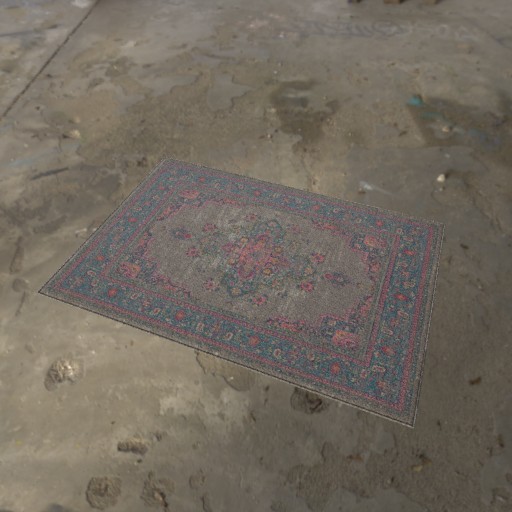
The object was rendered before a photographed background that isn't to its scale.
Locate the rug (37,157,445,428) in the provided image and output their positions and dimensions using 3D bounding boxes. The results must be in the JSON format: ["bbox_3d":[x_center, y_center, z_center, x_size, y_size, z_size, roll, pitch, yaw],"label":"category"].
[{"bbox_3d":[0.000,0.000,3.730,2.890,0.013,2.005,16,48,15],"label":"rug"}]
